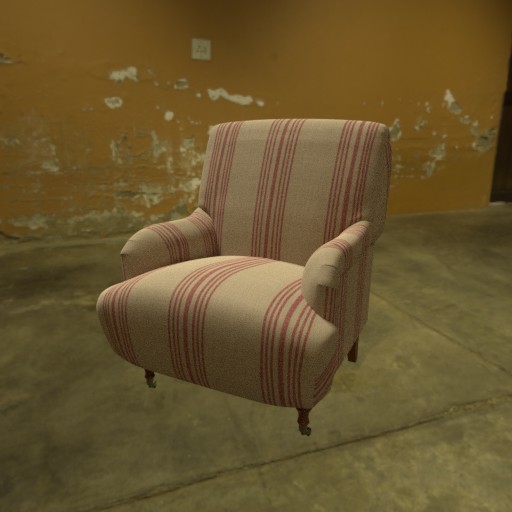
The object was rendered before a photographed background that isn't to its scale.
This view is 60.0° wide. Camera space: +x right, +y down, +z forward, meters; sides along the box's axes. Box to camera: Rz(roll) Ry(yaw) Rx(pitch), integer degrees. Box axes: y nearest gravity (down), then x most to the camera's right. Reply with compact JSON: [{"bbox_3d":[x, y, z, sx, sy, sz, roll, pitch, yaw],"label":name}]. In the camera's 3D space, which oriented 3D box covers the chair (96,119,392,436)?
[{"bbox_3d":[0.000,0.000,1.876,0.933,1.123,1.058,8,18,25],"label":"chair"}]
